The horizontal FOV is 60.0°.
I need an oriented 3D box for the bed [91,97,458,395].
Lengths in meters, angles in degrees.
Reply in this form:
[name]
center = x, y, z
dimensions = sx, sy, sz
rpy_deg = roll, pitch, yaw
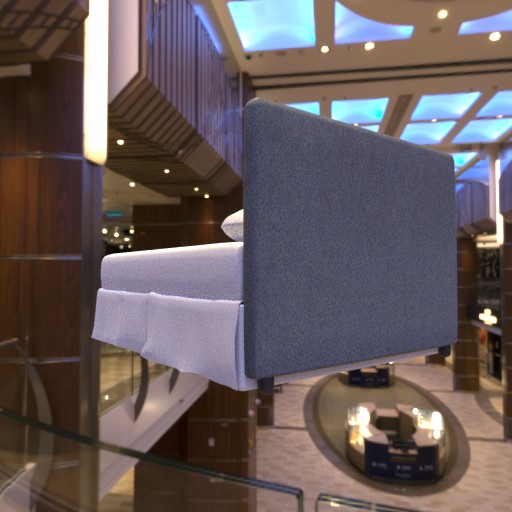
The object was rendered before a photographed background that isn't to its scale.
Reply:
[bed]
center = 0.000, 0.000, 3.224
dimensions = 1.723, 1.330, 2.142
rpy_deg = 2, -3, -37
